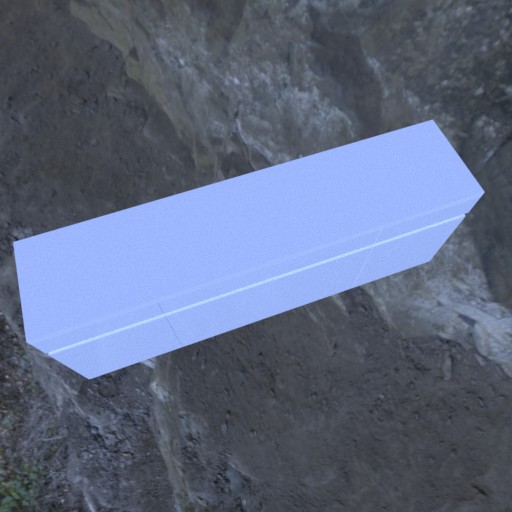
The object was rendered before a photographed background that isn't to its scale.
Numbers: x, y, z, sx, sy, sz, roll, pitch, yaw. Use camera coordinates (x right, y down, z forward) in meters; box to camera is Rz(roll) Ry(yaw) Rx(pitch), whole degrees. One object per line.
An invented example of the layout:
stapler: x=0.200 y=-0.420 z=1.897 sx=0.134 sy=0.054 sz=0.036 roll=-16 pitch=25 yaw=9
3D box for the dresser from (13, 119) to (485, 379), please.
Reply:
dresser: x=0.000 y=0.000 z=2.481 sx=2.200 sy=0.840 sz=0.500 roll=-18 pitch=65 yaw=-9
